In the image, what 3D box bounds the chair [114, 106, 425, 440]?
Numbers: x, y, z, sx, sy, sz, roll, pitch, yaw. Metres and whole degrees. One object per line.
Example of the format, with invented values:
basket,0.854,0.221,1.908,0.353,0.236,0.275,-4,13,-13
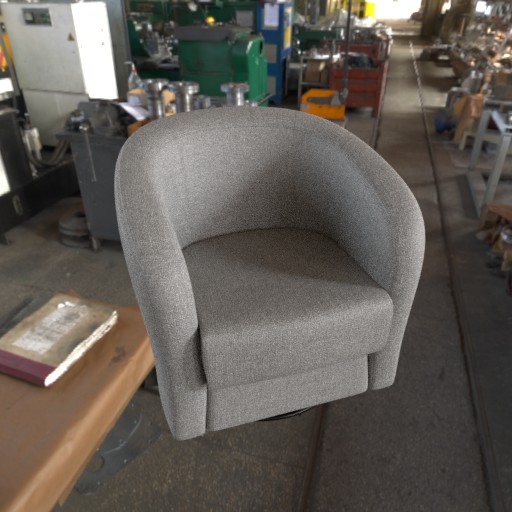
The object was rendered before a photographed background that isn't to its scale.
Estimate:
chair,0.000,0.000,1.413,0.791,0.771,0.815,-9,32,-15
